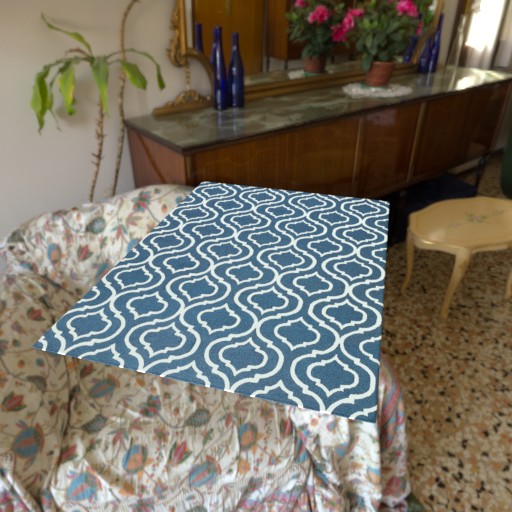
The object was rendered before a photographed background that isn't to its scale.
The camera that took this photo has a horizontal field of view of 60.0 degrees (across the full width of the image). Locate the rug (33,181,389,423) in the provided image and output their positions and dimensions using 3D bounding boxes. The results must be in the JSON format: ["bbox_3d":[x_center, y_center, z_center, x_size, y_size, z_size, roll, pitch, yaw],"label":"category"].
[{"bbox_3d":[0.000,0.000,4.311,2.438,0.010,3.353,8,32,13],"label":"rug"}]
